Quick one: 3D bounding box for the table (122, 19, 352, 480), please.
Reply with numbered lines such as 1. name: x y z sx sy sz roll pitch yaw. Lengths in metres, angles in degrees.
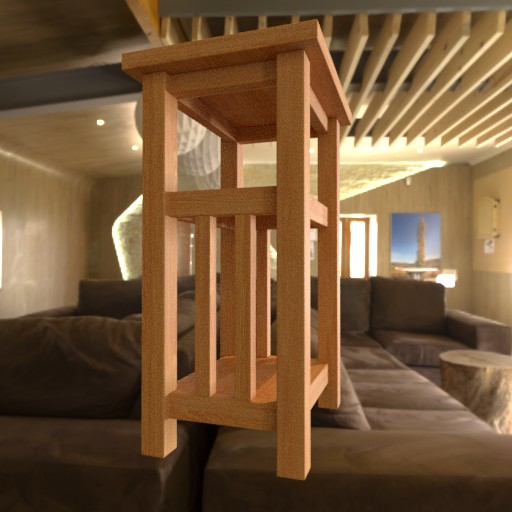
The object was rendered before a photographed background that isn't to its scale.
1. table: 0.000 0.000 0.724 0.270 0.550 0.350 0 -1 19
